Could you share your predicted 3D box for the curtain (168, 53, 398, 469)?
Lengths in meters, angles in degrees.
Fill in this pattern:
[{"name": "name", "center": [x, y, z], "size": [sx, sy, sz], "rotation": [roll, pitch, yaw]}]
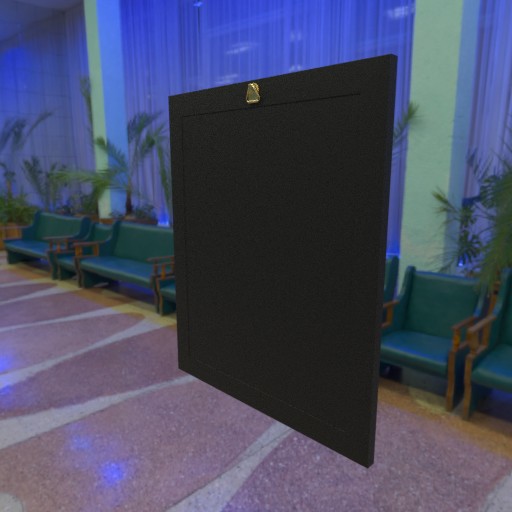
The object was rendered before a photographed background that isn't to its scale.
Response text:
[{"name": "curtain", "center": [0.000, 0.000, 0.780], "size": [0.483, 0.585, 0.027], "rotation": [11, 16, 44]}]
